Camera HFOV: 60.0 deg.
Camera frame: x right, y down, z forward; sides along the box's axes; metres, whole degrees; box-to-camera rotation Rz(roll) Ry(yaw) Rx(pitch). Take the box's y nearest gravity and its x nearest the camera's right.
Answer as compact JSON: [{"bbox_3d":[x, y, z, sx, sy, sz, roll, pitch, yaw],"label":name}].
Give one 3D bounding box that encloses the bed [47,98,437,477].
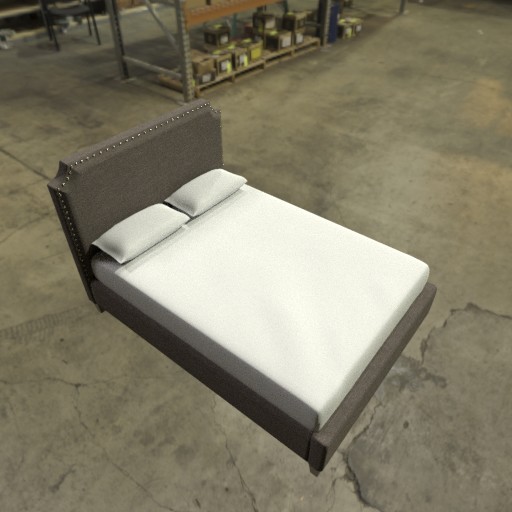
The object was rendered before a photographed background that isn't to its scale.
[{"bbox_3d":[0.000,0.000,3.422,2.381,1.457,1.713,28,48,28],"label":"bed"}]
